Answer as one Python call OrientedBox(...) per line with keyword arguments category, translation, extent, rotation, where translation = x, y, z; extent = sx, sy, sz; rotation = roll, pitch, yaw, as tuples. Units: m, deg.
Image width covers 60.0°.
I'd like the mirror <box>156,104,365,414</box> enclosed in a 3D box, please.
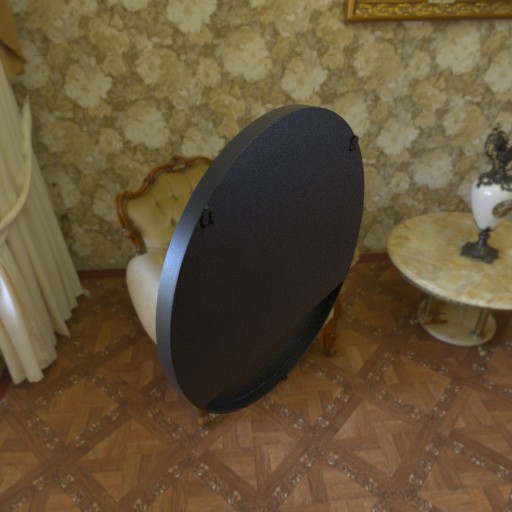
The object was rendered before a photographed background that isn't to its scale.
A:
OrientedBox(category="mirror", translation=(0.000, 0.000, 0.682), extent=(0.133, 0.457, 0.457), rotation=(23, 38, 32))
